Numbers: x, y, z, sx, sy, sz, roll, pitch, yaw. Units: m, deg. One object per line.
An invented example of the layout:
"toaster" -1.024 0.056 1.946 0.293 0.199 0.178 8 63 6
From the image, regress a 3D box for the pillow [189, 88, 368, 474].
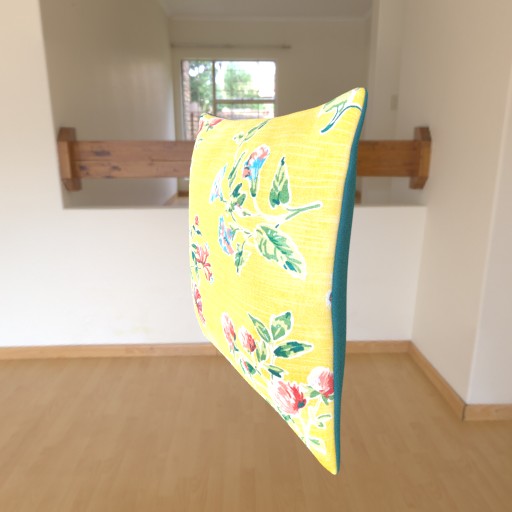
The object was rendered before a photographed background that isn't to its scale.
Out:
"pillow" 0.000 0.000 0.778 0.166 0.508 0.525 -7 16 -26
